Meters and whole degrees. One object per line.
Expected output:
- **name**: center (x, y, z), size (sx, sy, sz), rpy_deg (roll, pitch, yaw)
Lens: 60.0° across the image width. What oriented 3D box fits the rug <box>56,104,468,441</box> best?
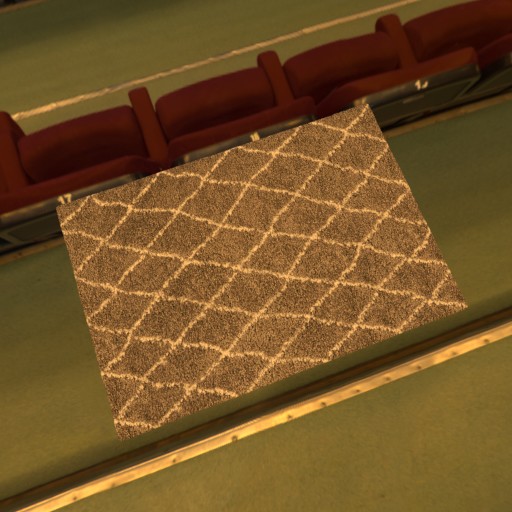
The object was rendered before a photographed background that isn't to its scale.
- **rug**: center (0.000, 0.000, 2.249), size (1.778, 0.030, 1.219), rpy_deg (-20, 76, -5)
